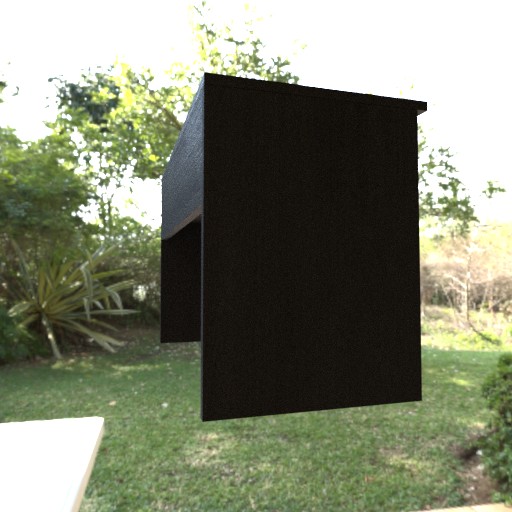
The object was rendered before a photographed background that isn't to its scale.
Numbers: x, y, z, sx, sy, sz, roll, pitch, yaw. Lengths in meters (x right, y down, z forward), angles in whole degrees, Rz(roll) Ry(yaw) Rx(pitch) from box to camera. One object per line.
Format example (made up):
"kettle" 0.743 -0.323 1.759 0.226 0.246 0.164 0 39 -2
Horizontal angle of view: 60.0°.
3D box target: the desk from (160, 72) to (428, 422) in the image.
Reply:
"desk" 0.000 0.000 1.527 0.557 0.729 1.099 1 -2 -17
